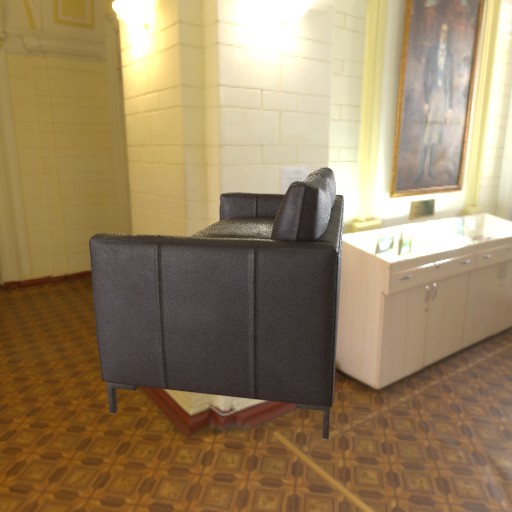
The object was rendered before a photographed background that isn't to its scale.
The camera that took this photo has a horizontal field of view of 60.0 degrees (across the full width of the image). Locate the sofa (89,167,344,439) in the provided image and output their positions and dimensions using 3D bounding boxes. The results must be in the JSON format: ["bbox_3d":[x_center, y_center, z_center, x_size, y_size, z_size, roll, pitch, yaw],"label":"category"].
[{"bbox_3d":[0.000,0.000,2.335,0.947,0.883,1.805,2,13,9],"label":"sofa"}]
